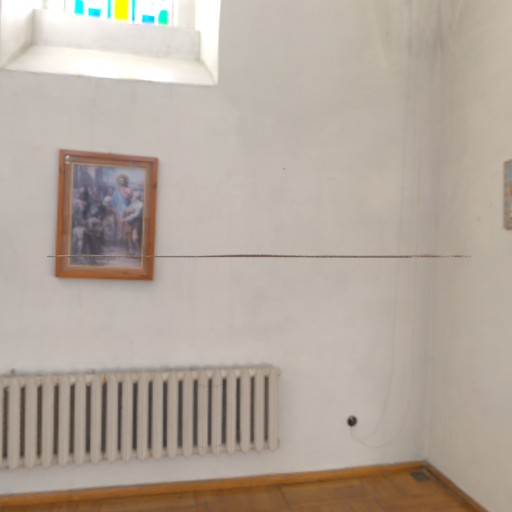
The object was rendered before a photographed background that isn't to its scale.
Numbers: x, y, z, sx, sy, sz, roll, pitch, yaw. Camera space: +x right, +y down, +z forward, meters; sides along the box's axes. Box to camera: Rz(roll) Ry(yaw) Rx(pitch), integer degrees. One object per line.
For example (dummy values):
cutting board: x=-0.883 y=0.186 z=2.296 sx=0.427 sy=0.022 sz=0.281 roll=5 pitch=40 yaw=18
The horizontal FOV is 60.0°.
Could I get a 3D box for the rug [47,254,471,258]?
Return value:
rug: x=0.000 y=0.000 z=3.005 sx=2.439 sy=0.015 sz=1.524 roll=0 pitch=0 yaw=34
